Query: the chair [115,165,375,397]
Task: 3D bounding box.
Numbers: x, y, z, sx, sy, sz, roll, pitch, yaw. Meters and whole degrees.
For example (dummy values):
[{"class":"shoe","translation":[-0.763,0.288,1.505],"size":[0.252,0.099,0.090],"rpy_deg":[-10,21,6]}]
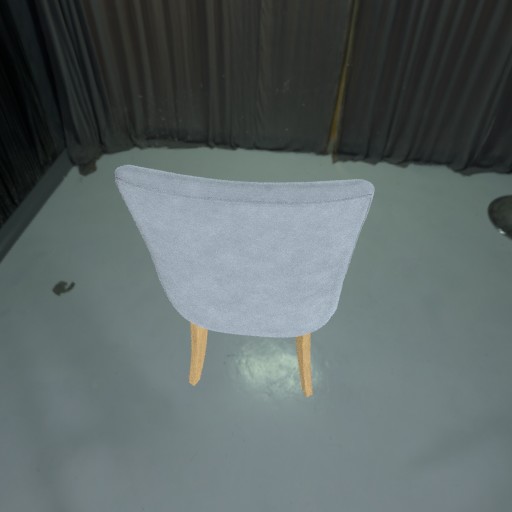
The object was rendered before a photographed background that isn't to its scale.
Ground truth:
[{"class":"chair","translation":[0.000,0.000,1.278],"size":[0.495,0.902,0.610],"rpy_deg":[4,46,4]}]
